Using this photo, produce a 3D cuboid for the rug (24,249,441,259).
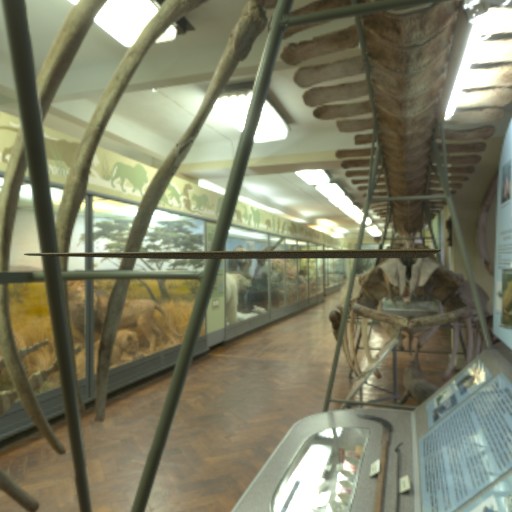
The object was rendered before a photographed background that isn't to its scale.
[{"bbox_3d":[0.000,0.000,4.096,3.041,0.020,2.413,0,-1,19],"label":"rug"}]
